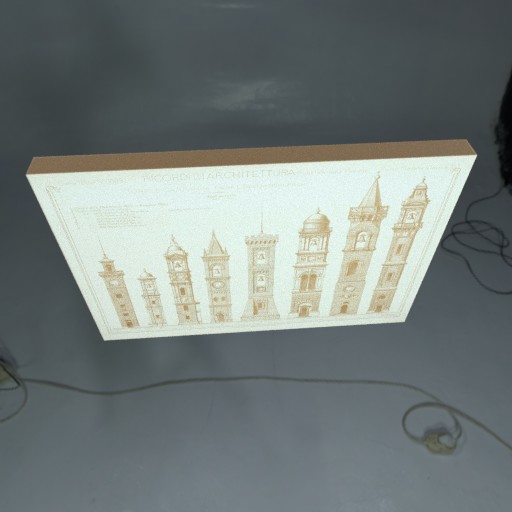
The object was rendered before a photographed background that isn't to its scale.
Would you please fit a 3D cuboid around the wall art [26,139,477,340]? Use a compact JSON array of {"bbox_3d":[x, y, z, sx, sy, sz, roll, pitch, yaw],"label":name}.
[{"bbox_3d":[0.000,0.000,0.761,0.609,0.407,0.039,-3,48,-3],"label":"wall art"}]
